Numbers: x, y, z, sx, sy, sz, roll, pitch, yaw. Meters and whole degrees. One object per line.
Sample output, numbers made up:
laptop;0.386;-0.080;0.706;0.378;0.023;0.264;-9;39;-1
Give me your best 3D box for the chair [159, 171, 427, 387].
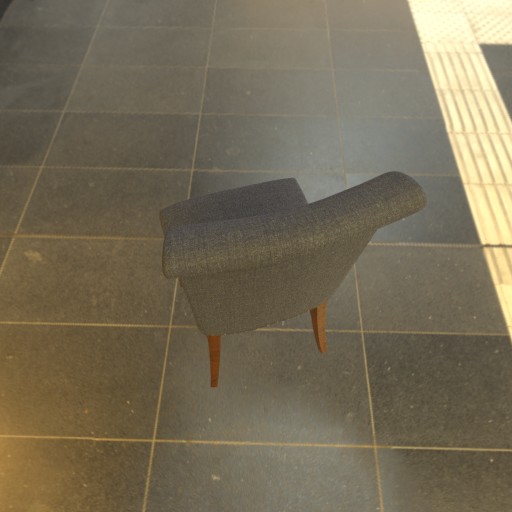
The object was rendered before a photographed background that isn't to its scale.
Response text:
chair;0.000;0.000;1.333;0.513;0.988;0.608;-15;58;-10
